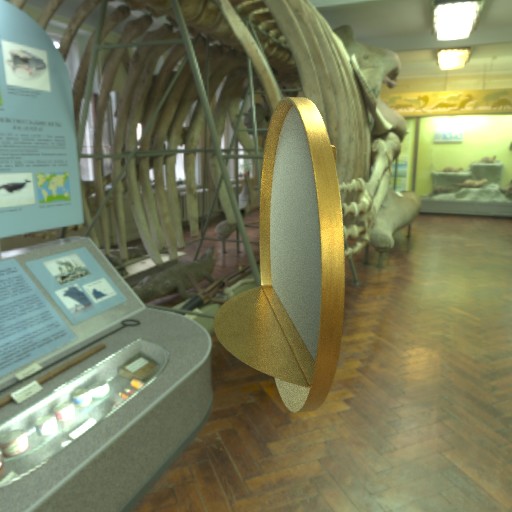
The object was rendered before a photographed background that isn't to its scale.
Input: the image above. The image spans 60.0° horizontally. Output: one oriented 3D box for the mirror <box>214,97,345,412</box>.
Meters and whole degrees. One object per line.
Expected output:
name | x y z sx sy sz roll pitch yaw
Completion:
mirror | 0.000 0.000 0.676 0.133 0.457 0.457 -2 14 -7
